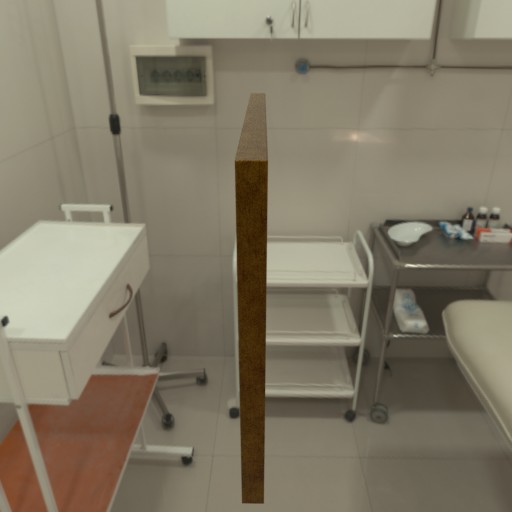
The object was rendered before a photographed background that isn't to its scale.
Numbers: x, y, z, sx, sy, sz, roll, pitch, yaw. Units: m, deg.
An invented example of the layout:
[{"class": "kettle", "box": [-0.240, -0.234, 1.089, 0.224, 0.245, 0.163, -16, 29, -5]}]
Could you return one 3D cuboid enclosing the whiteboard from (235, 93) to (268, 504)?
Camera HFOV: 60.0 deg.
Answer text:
[{"class": "whiteboard", "box": [0.000, 0.000, 0.740, 0.029, 0.457, 0.561, 0, 26, 1]}]
